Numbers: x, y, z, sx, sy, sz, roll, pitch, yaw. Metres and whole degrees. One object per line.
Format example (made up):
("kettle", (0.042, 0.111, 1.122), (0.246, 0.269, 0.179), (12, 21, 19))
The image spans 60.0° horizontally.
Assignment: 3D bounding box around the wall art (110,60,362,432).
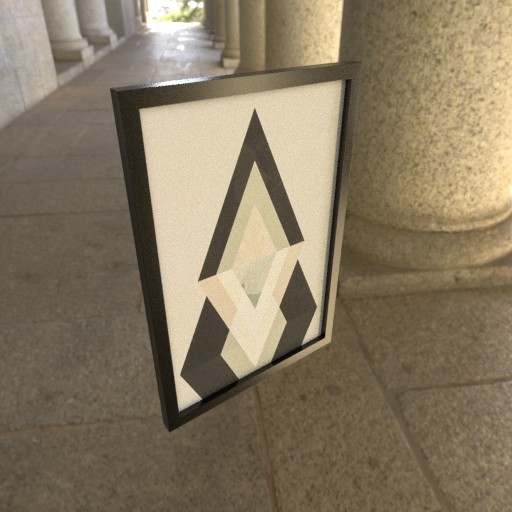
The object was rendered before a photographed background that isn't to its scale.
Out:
("wall art", (0.000, 0.000, 0.590), (0.314, 0.455, 0.019), (-21, 37, -31))
